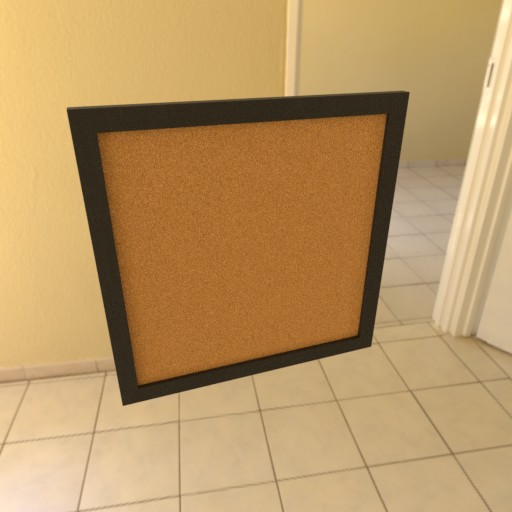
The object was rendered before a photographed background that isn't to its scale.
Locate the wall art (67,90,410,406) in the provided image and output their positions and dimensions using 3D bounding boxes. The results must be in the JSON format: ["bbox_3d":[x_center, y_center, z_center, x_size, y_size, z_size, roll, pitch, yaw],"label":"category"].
[{"bbox_3d":[0.000,0.000,1.506,1.016,1.016,0.038,-9,29,-17],"label":"wall art"}]
